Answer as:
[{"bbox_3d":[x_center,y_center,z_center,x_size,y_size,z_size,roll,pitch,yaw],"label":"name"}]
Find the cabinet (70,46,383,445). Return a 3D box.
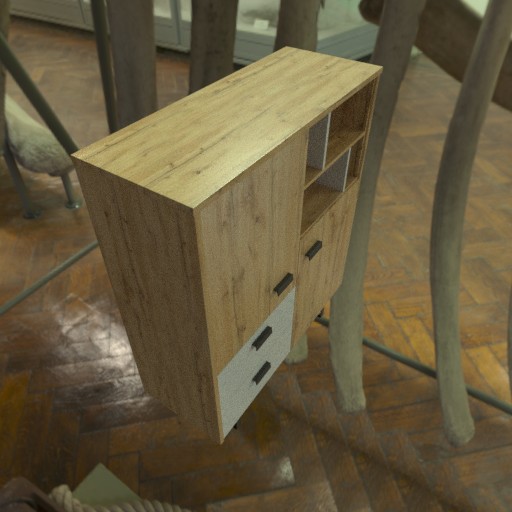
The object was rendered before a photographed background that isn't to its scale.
[{"bbox_3d":[0.000,0.000,1.978,0.473,1.397,1.168,25,48,25],"label":"cabinet"}]
